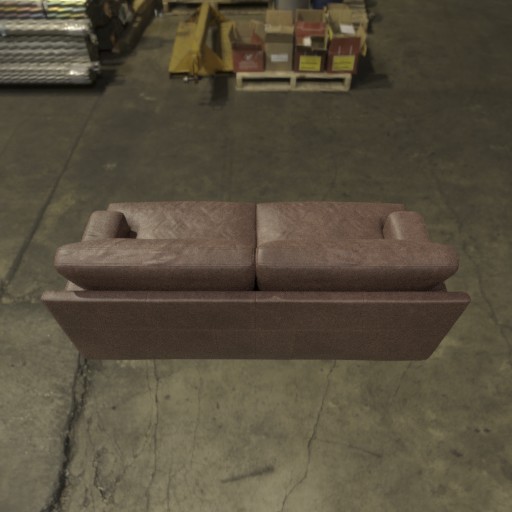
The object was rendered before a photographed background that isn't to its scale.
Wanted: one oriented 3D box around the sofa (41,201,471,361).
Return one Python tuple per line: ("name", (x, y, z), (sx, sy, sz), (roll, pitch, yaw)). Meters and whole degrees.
("sofa", (0.000, 0.000, 2.821), (2.261, 0.941, 1.143), (0, 48, 0))
